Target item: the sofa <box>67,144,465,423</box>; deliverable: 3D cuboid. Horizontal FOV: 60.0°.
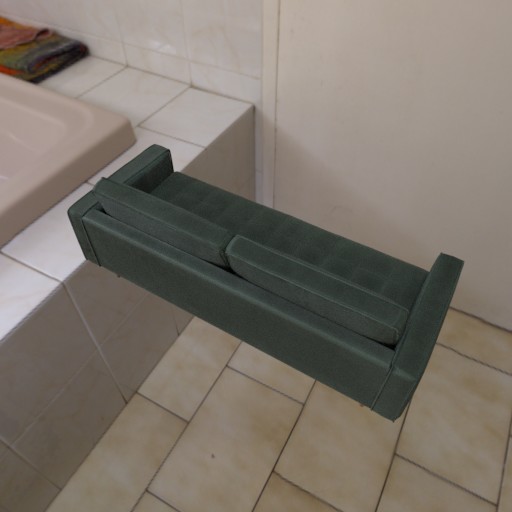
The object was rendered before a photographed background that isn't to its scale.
[{"bbox_3d":[0.000,0.000,2.705,2.214,0.781,0.886,24,52,20],"label":"sofa"}]
